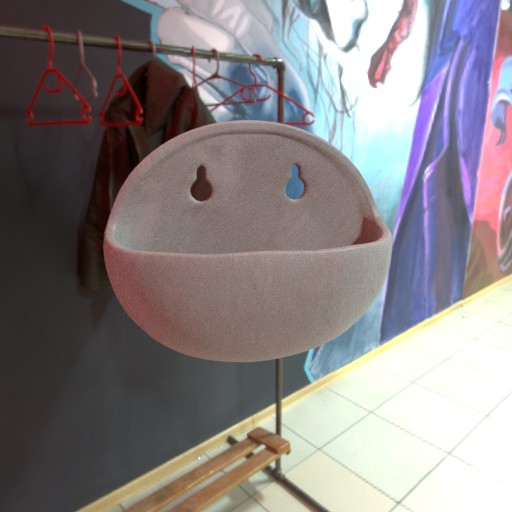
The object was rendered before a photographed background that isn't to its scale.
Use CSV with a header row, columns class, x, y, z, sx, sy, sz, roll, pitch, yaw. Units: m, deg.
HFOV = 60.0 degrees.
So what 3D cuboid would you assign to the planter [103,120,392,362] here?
class,x,y,z,sx,sy,sz,roll,pitch,yaw
planter,0.000,0.000,0.277,0.190,0.164,0.073,-2,16,-8
